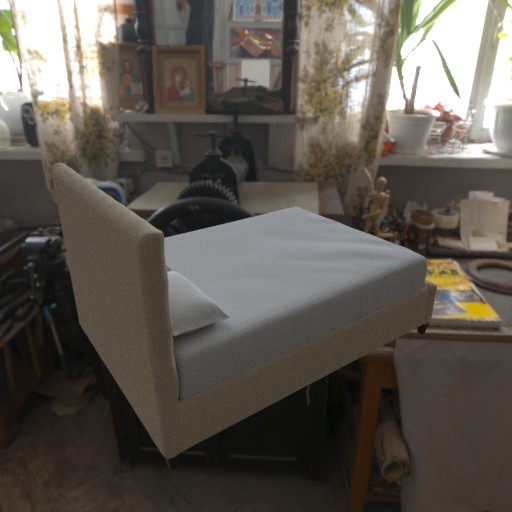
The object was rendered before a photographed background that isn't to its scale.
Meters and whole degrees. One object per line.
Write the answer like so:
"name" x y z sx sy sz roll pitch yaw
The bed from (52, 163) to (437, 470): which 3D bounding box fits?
"bed" 0.000 0.000 3.407 2.387 1.427 1.698 -16 29 -32
